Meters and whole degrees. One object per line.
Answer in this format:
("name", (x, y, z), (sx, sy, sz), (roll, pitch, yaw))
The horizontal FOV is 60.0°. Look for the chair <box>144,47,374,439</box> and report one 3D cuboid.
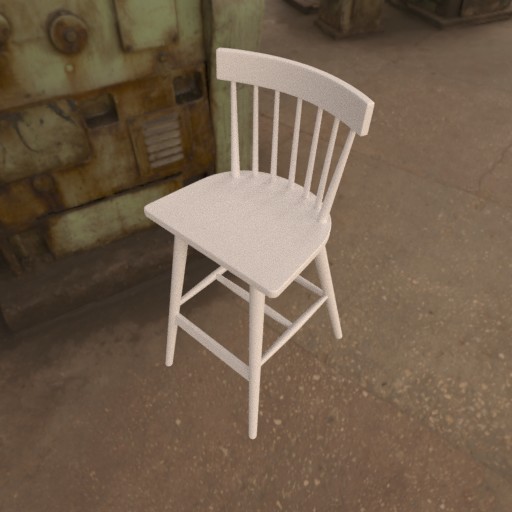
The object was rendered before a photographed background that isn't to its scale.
("chair", (0.000, 0.000, 1.403), (0.483, 1.092, 0.572), (32, 54, 27))
